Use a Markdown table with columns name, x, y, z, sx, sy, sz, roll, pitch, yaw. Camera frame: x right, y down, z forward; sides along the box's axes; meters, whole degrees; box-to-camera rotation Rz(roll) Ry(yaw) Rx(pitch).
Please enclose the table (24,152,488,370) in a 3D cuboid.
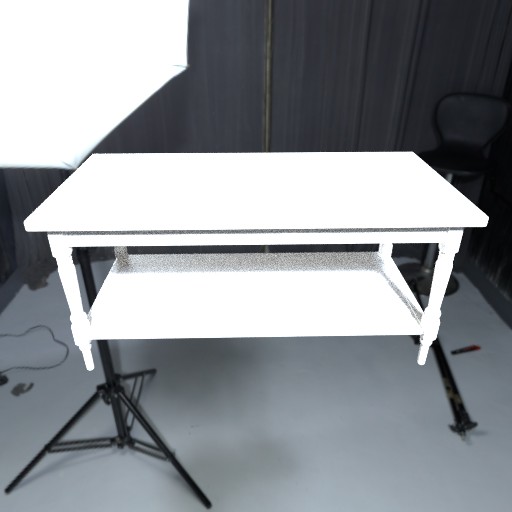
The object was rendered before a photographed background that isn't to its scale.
| name | x | y | z | sx | sy | sz | roll | pitch | yaw |
| --- | --- | --- | --- | --- | --- | --- | --- | --- | --- |
| table | 0.000 | 0.000 | 1.416 | 1.107 | 0.510 | 0.550 | -1 | 29 | -1 |
